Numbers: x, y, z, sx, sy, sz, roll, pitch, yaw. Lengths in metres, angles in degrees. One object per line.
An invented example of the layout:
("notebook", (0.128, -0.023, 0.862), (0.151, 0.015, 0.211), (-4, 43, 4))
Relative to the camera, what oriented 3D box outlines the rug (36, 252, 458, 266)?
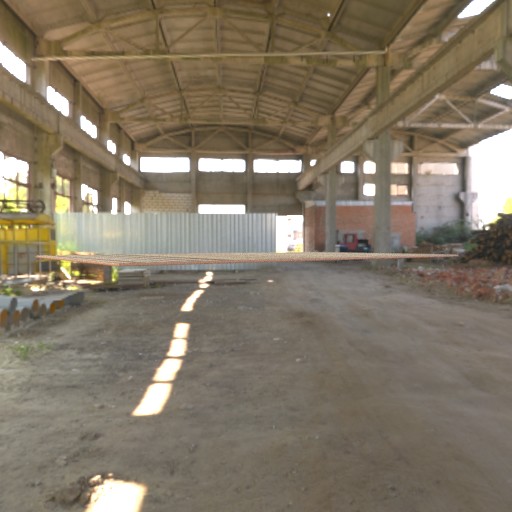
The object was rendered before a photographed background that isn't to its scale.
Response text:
("rug", (0.000, 0.000, 2.998), (2.438, 0.014, 1.523), (-1, 2, -37))
